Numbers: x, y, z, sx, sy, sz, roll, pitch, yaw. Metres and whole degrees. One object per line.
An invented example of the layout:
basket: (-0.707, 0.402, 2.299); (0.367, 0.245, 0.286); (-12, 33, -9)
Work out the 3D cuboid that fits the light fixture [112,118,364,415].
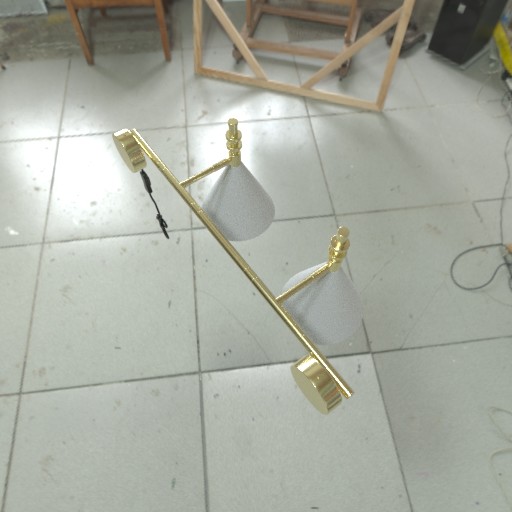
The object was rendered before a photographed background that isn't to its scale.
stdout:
light fixture: (0.000, 0.000, 0.874); (0.239, 0.468, 0.642); (-32, 64, -18)
